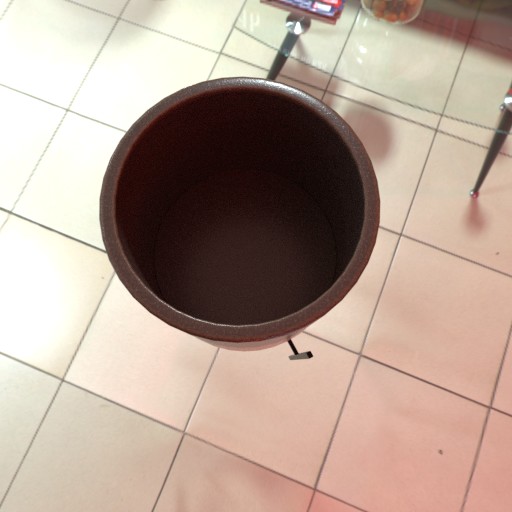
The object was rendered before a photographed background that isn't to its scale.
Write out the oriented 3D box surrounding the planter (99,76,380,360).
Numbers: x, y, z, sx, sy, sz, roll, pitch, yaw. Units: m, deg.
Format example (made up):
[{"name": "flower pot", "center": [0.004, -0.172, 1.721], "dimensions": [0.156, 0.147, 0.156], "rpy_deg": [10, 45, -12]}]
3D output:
[{"name": "planter", "center": [0.000, 0.000, 0.533], "dimensions": [0.250, 0.353, 0.260], "rpy_deg": [-34, 79, -8]}]
